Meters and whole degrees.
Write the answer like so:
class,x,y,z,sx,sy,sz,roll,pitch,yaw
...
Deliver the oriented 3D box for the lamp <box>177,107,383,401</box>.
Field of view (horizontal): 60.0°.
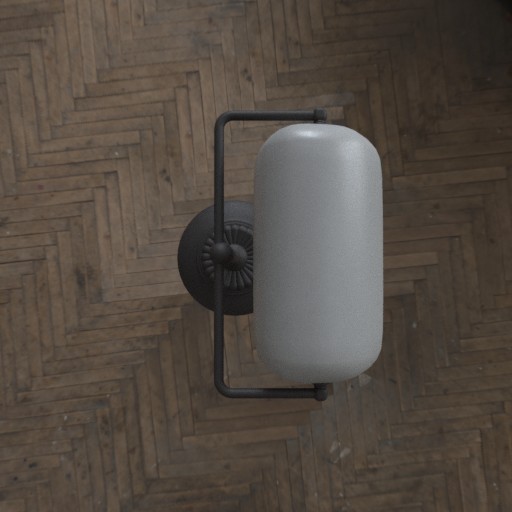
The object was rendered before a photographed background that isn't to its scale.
class,x,y,z,sx,sy,sz,roll,pitch,yaw
lamp,0.000,0.000,0.519,0.243,0.339,0.264,0,89,0
